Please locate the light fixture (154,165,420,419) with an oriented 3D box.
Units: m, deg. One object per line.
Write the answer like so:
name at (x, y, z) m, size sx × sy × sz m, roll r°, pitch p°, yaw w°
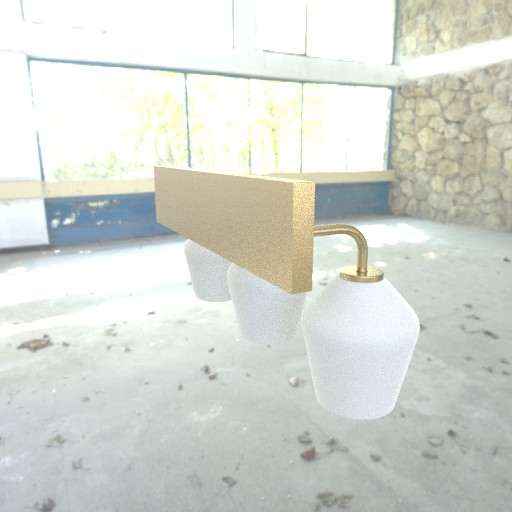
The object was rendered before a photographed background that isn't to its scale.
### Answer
light fixture at (0.000, 0.000, 0.732) m, size 0.190 × 0.280 × 0.609 m, roll -7°, pitch 15°, yaw -26°
